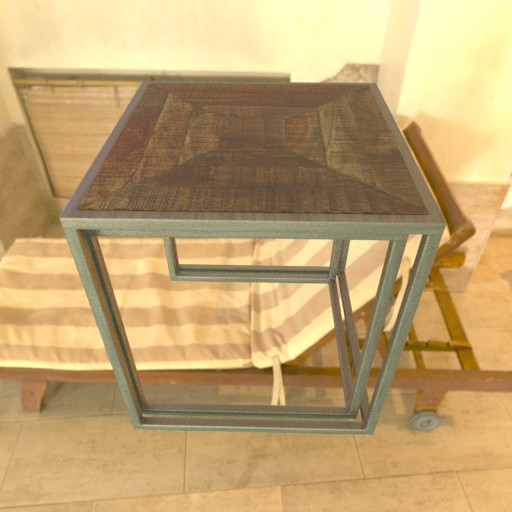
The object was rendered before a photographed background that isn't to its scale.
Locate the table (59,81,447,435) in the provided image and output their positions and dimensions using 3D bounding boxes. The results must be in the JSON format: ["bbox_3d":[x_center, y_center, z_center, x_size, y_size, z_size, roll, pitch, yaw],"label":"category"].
[{"bbox_3d":[0.000,0.000,0.842,0.449,0.500,0.450,1,41,1],"label":"table"}]
